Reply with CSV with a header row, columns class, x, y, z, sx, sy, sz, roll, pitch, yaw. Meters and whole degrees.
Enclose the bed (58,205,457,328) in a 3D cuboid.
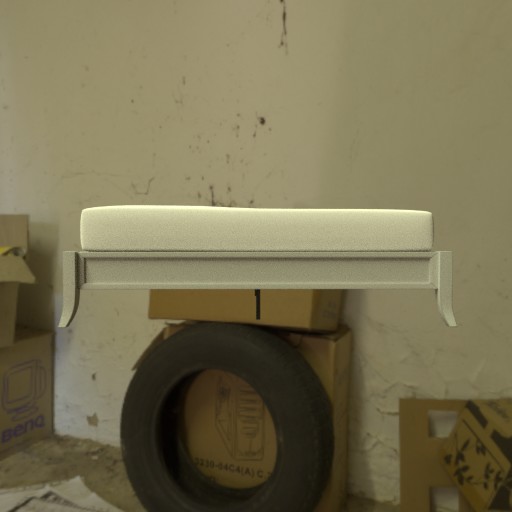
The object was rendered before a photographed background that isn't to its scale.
class,x,y,z,sx,sy,sz,roll,pitch,yaw
bed,0.000,0.000,2.823,1.604,0.510,2.108,0,2,-1
